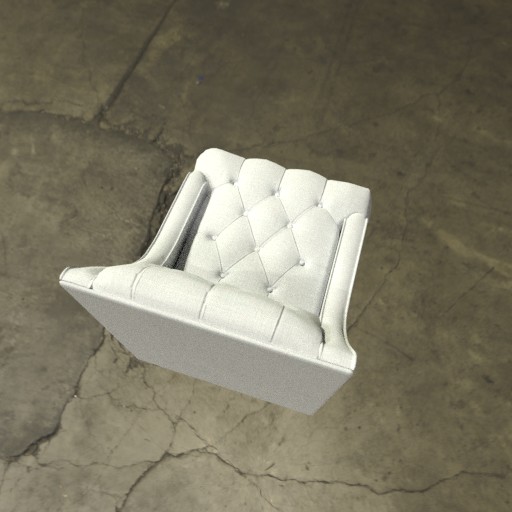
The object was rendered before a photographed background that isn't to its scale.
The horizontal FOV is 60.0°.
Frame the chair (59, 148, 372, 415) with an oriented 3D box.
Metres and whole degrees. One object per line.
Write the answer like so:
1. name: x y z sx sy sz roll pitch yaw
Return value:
1. chair: 0.000 0.000 1.425 0.658 0.891 0.772 16 65 8
